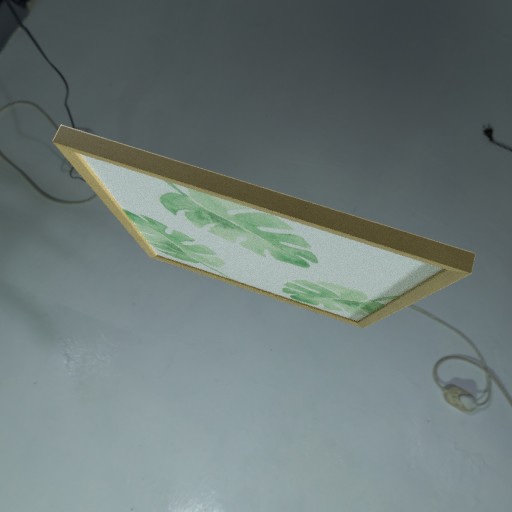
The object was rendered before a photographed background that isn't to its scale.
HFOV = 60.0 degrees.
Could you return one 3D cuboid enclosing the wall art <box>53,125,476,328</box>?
[{"bbox_3d":[0.000,0.000,1.135,0.763,0.763,0.037,18,75,5],"label":"wall art"}]
